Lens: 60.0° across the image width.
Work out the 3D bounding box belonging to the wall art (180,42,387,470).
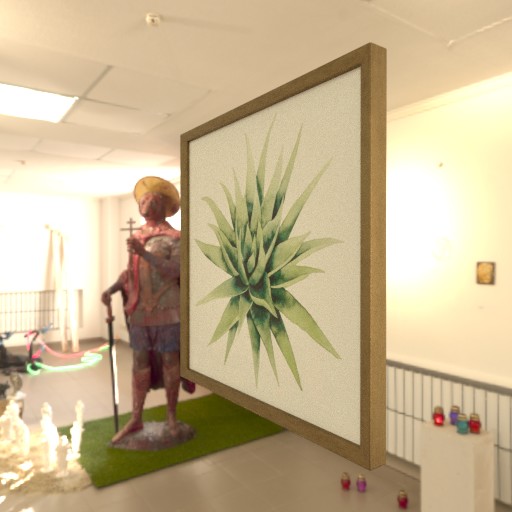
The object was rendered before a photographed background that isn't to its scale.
[{"bbox_3d":[0.000,0.000,0.735,0.030,0.506,0.503,0,0,-36],"label":"wall art"}]
